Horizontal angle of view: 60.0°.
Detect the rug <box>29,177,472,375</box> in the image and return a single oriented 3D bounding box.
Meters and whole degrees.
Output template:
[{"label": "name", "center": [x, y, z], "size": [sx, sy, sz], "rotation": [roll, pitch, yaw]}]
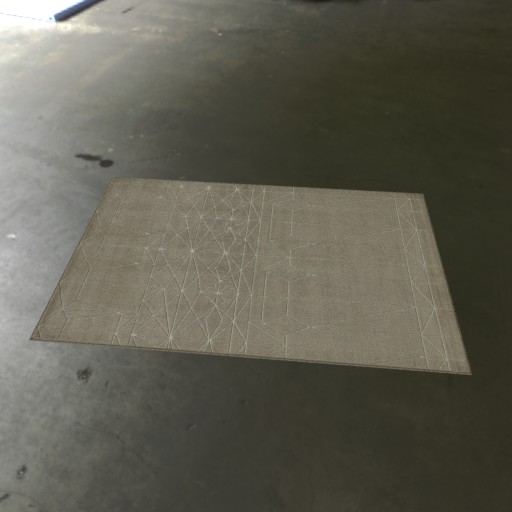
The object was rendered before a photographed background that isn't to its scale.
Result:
[{"label": "rug", "center": [0.000, 0.000, 2.947], "size": [2.438, 0.012, 1.524], "rotation": [4, 47, 3]}]
